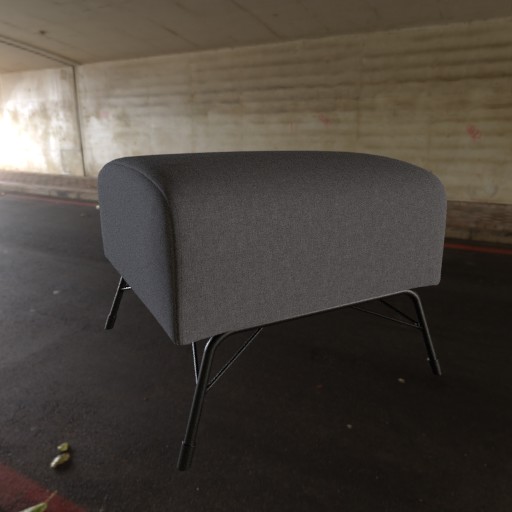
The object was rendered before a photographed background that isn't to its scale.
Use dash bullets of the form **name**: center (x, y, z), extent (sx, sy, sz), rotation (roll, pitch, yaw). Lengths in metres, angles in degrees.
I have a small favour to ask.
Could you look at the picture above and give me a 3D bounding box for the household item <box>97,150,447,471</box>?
- **household item**: center (0.000, 0.000, 0.894), extent (0.530, 0.410, 0.530), rotation (-9, 18, -28)
